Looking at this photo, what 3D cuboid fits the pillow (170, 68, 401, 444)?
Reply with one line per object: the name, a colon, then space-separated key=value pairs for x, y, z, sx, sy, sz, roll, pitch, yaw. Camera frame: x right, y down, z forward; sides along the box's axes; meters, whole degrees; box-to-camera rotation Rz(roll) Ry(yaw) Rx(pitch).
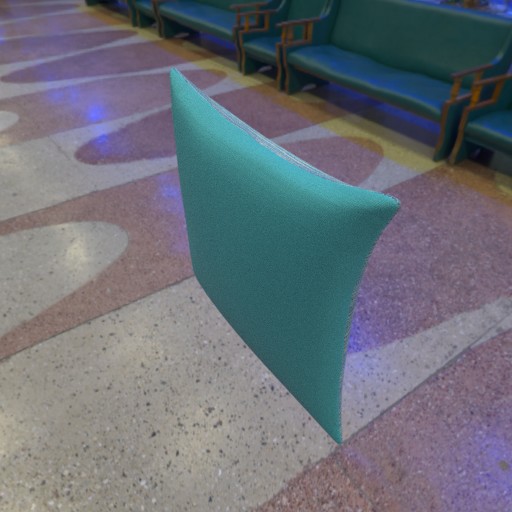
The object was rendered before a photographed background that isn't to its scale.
pillow: x=0.000 y=0.000 z=0.759 sx=0.150 sy=0.497 sz=0.514 roll=-24 pitch=46 yaw=-25
